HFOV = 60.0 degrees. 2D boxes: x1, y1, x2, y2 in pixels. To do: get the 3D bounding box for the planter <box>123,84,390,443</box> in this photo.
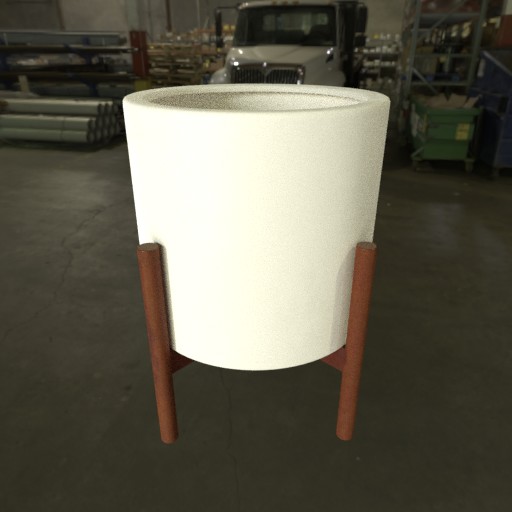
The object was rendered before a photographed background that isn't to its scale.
[{"bbox_3d":[0.000,0.000,0.843,0.421,0.581,0.420,1,26,2],"label":"planter"}]
